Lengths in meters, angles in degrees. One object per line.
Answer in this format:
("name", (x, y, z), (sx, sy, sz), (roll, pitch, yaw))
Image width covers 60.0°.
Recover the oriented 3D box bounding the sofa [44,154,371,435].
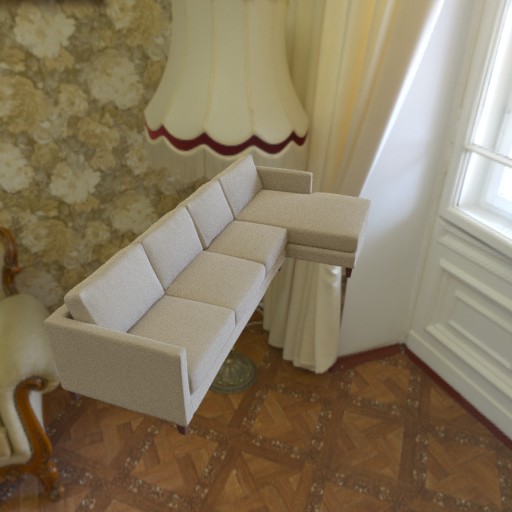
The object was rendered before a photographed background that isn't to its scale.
("sofa", (0.000, 0.000, 3.854), (1.625, 0.861, 3.186), (10, 31, 17))
